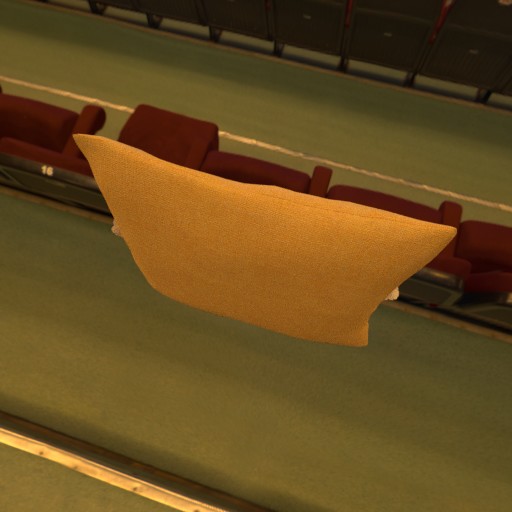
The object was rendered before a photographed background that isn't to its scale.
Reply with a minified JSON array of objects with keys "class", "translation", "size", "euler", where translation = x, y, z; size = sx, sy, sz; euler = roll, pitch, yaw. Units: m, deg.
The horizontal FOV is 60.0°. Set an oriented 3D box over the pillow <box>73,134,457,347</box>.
[{"class":"pillow","translation":[0.000,0.000,0.732],"size":[0.485,0.481,0.167],"euler":[16,65,7]}]
